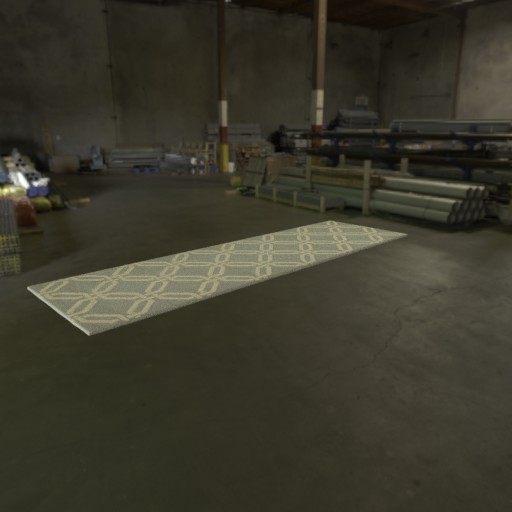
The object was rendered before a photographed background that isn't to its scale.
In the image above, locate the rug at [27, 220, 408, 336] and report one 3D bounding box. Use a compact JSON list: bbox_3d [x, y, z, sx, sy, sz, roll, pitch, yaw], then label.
[{"bbox_3d":[0.000,0.000,2.562,2.276,0.014,0.678,-14,21,-42],"label":"rug"}]
